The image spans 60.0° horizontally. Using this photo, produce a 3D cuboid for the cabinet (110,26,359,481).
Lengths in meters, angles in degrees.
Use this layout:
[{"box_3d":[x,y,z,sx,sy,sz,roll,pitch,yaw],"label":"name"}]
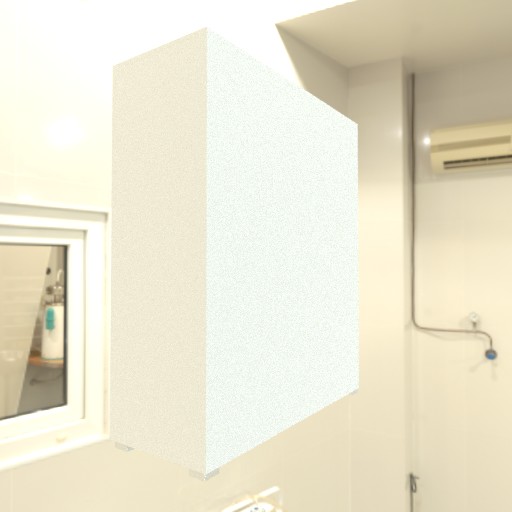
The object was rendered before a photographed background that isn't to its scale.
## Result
[{"box_3d":[0.000,0.000,1.677,0.400,1.190,1.000,-1,-2,36],"label":"cabinet"}]
